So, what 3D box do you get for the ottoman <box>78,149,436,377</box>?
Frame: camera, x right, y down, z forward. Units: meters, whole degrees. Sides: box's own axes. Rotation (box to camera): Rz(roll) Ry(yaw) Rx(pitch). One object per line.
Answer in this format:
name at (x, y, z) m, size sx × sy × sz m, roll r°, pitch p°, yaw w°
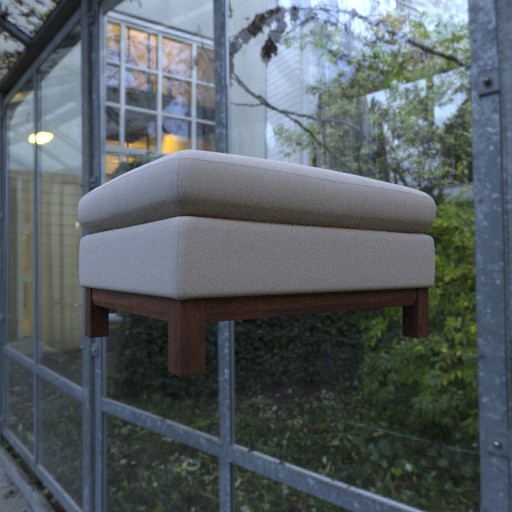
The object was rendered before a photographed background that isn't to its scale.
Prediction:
ottoman at (0.000, 0.000, 1.162) m, size 0.771 × 0.420 × 0.606 m, roll 1°, pitch -2°, yaw -37°
